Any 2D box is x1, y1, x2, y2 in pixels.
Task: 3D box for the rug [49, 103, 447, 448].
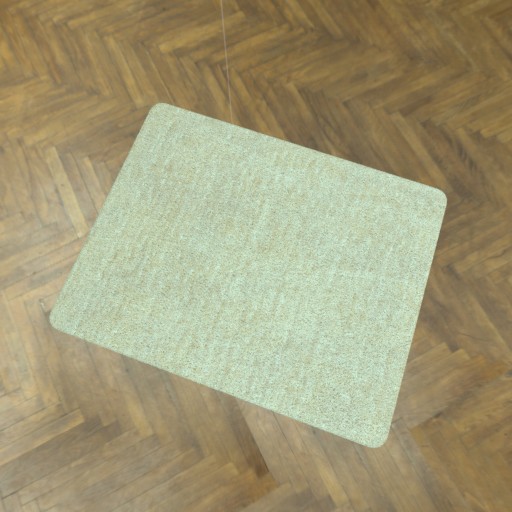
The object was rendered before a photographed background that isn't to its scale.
[{"bbox_3d":[0.000,0.000,3.355,2.528,0.048,2.009,19,74,6],"label":"rug"}]
